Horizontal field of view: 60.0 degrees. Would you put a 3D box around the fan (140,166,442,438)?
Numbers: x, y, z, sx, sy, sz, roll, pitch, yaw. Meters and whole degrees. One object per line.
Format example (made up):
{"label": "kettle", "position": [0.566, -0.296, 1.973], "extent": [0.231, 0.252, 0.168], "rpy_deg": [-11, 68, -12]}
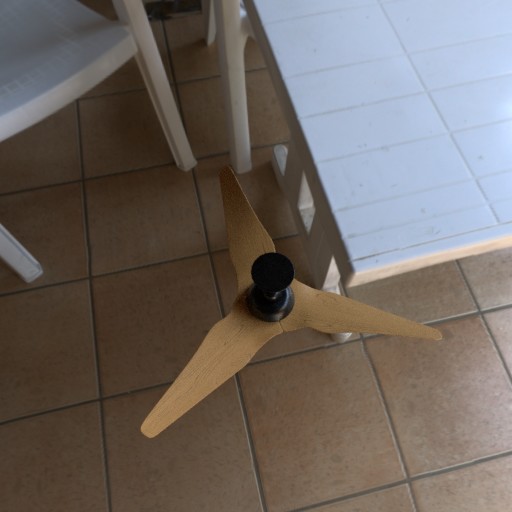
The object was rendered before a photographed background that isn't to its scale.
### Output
{"label": "fan", "position": [0.000, 0.000, 1.684], "extent": [1.142, 0.355, 1.010], "rpy_deg": [-17, 66, -8]}
